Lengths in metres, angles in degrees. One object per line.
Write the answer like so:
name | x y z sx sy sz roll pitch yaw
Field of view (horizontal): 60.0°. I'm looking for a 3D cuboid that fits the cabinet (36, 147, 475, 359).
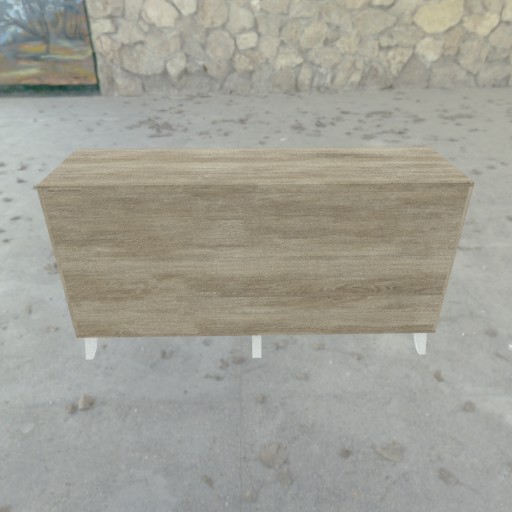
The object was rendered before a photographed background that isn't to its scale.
cabinet | 0.000 0.000 2.030 1.600 0.870 0.450 -1 30 -1
